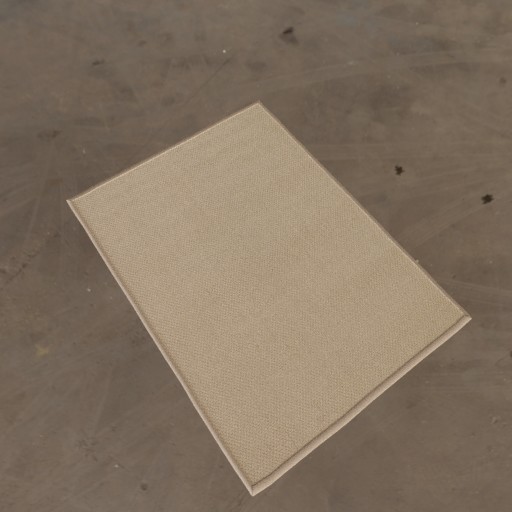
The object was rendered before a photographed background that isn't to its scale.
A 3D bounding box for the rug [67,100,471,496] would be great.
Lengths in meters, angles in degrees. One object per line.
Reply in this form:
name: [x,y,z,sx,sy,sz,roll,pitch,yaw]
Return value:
rug: [0.000,0.000,2.674,1.525,0.020,2.081,-33,68,-15]
